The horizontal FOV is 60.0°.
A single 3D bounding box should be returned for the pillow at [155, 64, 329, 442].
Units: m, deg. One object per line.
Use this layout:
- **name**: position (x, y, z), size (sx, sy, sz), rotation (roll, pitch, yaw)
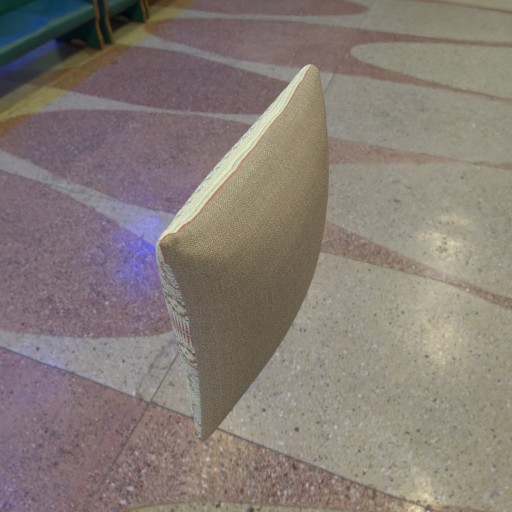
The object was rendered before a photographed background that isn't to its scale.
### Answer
- **pillow**: position (0.000, 0.000, 0.813), size (0.215, 0.519, 0.521), rotation (17, 49, 16)
